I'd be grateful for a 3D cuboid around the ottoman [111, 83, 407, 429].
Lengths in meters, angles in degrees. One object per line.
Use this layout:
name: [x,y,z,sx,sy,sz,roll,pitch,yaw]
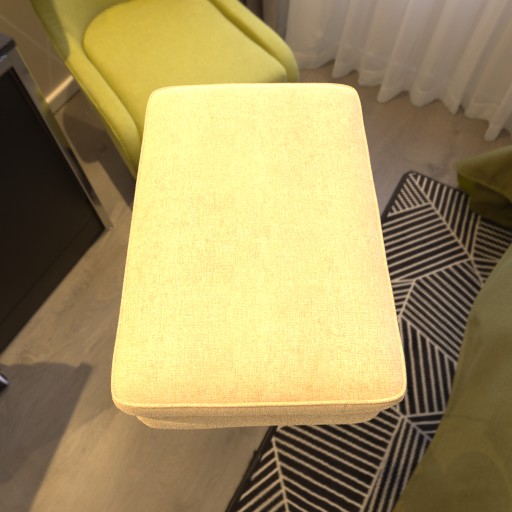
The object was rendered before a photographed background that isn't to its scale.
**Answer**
ottoman: [0.000,0.000,1.202,0.583,0.484,0.862,-1,63,0]
